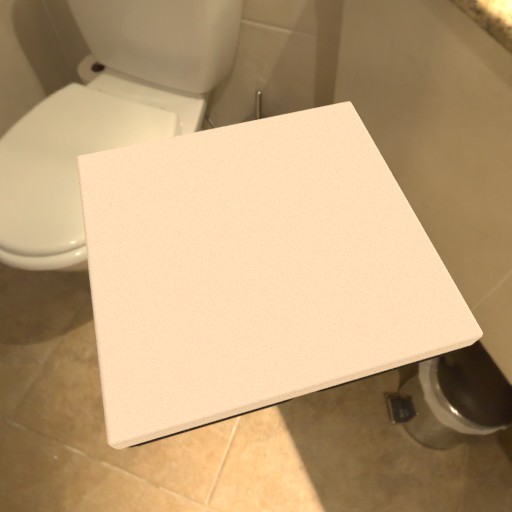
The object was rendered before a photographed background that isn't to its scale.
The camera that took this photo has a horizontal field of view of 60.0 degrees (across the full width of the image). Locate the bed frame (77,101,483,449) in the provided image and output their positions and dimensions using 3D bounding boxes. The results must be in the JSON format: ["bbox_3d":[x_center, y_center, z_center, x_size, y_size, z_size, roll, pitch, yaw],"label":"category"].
[{"bbox_3d":[0.000,0.000,2.944,2.033,0.525,1.935,-14,61,-8],"label":"bed frame"}]
